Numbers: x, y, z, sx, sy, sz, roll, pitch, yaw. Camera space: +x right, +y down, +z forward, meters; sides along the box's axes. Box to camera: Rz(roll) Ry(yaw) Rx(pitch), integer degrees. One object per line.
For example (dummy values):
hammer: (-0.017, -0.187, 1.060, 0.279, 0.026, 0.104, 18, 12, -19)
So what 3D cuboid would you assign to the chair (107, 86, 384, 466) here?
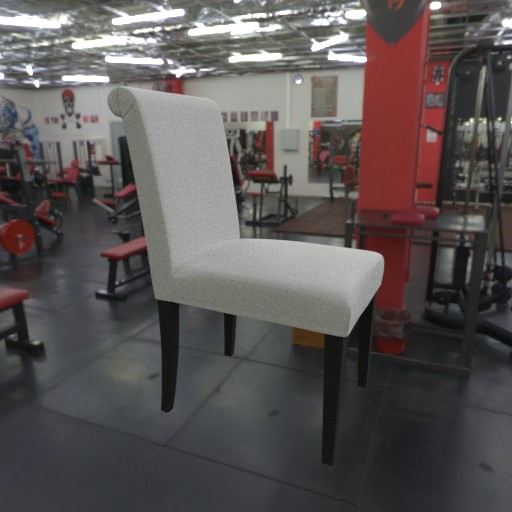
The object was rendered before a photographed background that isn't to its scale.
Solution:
chair: (0.000, 0.000, 1.373, 0.708, 0.976, 0.452, 7, 17, 25)
